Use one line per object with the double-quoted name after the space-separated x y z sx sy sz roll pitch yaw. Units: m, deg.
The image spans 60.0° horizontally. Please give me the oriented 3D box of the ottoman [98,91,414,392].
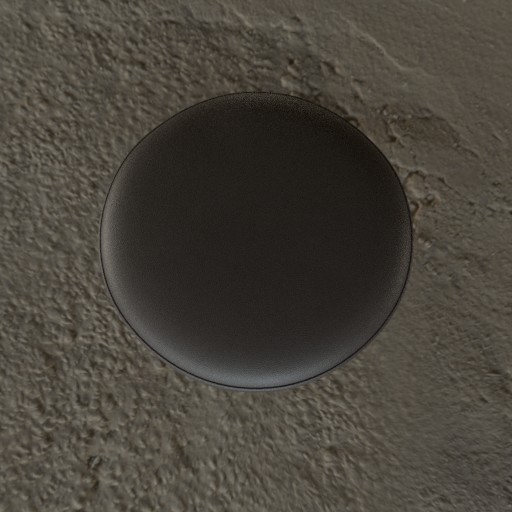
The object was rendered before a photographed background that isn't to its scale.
0.000 0.000 0.859 0.500 0.409 0.500 0 74 0 "ottoman"
